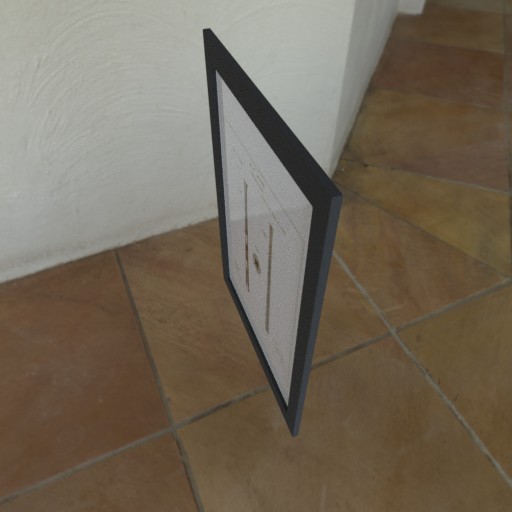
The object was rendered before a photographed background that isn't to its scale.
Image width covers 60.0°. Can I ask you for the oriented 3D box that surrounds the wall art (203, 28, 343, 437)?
[{"bbox_3d":[0.000,0.000,0.676,0.012,0.529,0.374,-16,50,-14],"label":"wall art"}]
